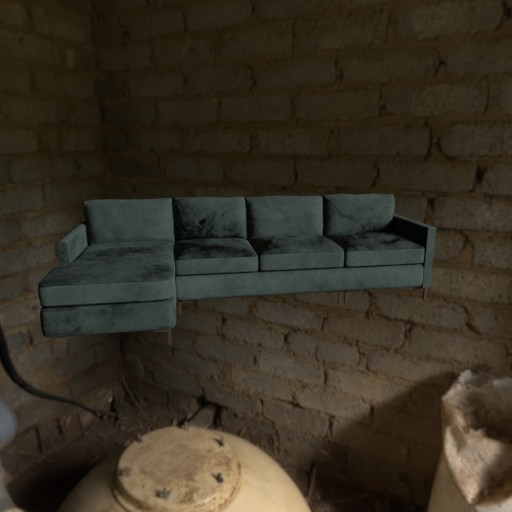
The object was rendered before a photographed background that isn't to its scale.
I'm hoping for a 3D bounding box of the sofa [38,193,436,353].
[{"bbox_3d":[0.000,0.000,4.088,3.400,0.967,1.500,-2,15,-9],"label":"sofa"}]
